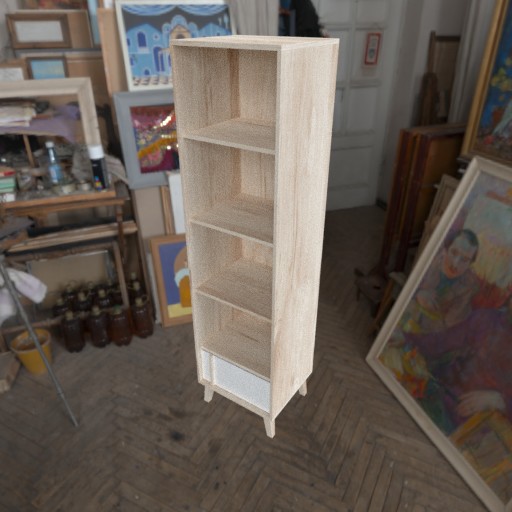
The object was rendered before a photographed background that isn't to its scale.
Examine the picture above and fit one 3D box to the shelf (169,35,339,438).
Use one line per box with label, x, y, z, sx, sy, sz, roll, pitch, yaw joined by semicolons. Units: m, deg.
shelf;0.000;0.000;2.227;0.510;1.960;0.450;18;34;29
